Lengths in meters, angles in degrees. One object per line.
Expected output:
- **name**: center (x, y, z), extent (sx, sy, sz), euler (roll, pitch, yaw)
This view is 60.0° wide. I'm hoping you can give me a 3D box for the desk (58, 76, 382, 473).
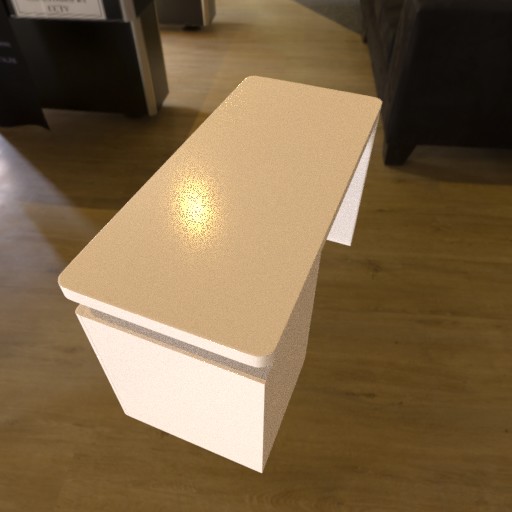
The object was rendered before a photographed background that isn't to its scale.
- **desk**: center (0.000, 0.000, 1.623), extent (0.550, 0.760, 1.200), euler (16, 49, 15)
